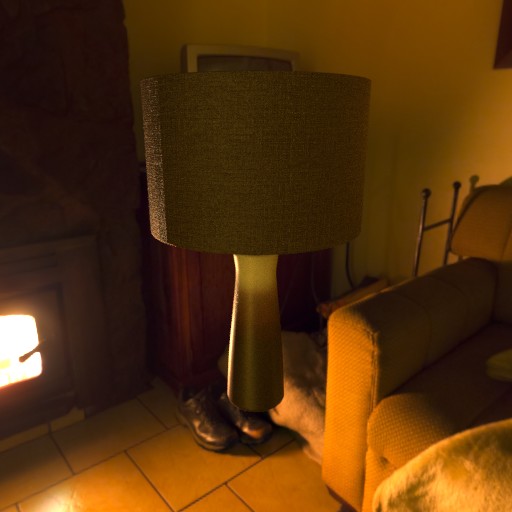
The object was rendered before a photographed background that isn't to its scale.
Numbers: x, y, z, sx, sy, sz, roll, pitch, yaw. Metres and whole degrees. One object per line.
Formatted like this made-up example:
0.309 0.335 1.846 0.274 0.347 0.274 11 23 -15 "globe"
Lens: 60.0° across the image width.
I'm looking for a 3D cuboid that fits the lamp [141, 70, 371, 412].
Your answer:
0.000 0.000 0.669 0.303 0.488 0.303 0 17 0 "lamp"
